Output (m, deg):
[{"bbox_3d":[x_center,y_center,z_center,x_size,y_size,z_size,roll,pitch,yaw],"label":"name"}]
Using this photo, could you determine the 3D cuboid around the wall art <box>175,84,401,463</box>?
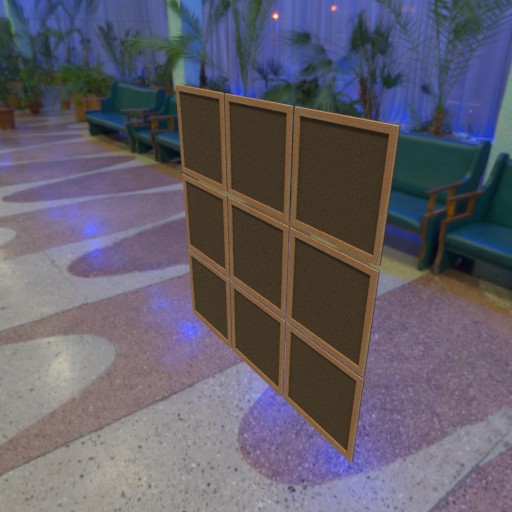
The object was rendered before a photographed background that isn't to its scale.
[{"bbox_3d":[0.000,0.000,2.266,0.013,1.525,1.520,-18,32,-31],"label":"wall art"}]
